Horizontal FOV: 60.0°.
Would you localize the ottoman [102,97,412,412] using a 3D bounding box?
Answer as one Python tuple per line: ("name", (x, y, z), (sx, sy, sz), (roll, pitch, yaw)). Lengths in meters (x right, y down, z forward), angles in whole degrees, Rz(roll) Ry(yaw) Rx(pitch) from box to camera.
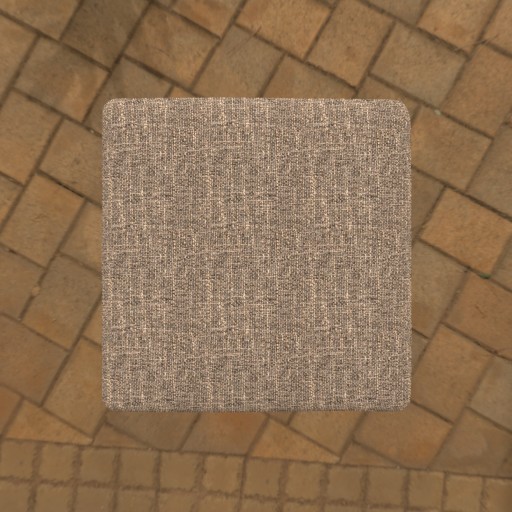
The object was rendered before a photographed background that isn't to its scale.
("ottoman", (0.000, 0.000, 0.908), (0.512, 0.453, 0.521), (0, 90, -1))
